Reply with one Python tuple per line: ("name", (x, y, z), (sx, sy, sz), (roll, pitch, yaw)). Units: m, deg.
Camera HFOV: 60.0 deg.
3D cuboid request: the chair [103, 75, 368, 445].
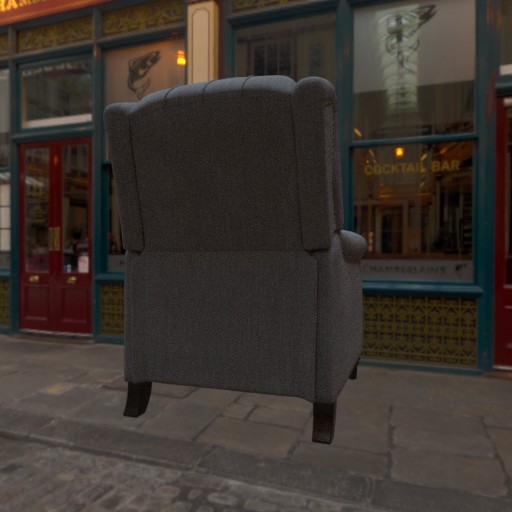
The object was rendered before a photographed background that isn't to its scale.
("chair", (0.000, 0.000, 1.630), (0.742, 1.035, 0.898), (0, 0, 19))
